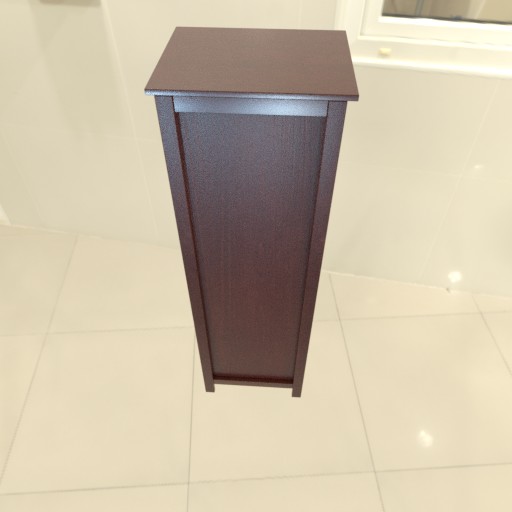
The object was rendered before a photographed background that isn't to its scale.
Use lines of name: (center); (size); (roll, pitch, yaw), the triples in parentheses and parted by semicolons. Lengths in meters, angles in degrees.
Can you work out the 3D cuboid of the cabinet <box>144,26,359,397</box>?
cabinet: (0.000, 0.000, 1.713); (0.500, 1.518, 0.401); (3, 46, 2)
